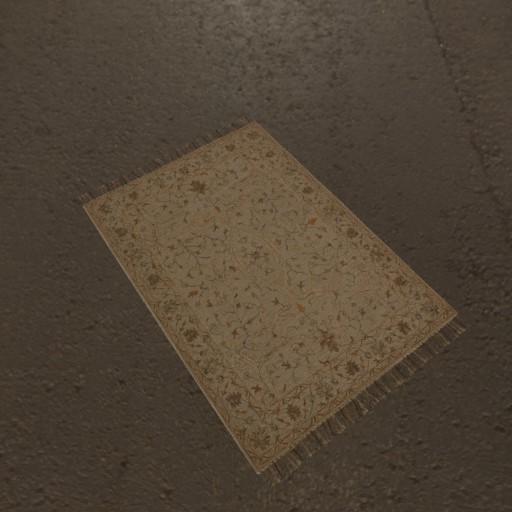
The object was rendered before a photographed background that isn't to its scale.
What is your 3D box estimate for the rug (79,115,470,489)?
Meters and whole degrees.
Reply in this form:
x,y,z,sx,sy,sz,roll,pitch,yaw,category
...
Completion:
x,y,z,sx,sy,sz,roll,pitch,yaw,category
0.000,0.000,2.348,1.218,0.017,1.861,-31,63,-18,rug
